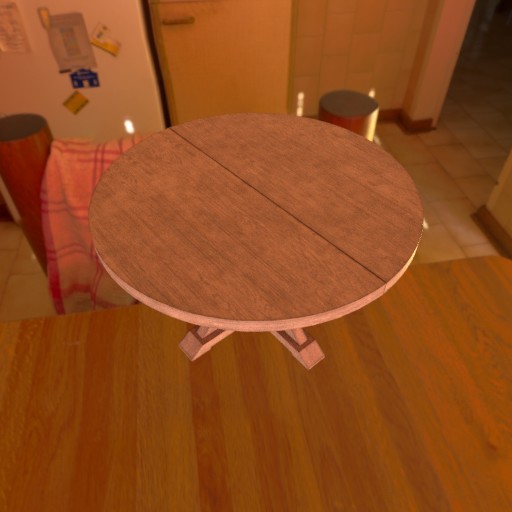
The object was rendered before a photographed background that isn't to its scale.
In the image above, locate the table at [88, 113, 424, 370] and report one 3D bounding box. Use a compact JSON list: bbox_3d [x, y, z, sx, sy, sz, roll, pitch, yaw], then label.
[{"bbox_3d":[0.000,0.000,2.133,1.363,0.781,1.363,0,45,0],"label":"table"}]
